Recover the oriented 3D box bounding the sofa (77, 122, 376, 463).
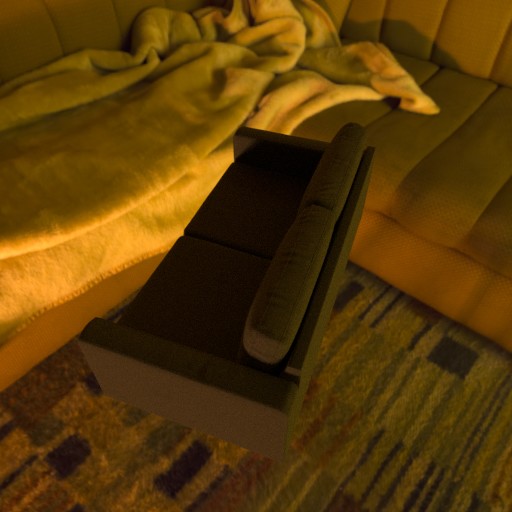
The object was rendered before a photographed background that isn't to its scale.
[{"bbox_3d":[0.000,0.000,2.332,0.889,0.897,1.730,15,48,14],"label":"sofa"}]
